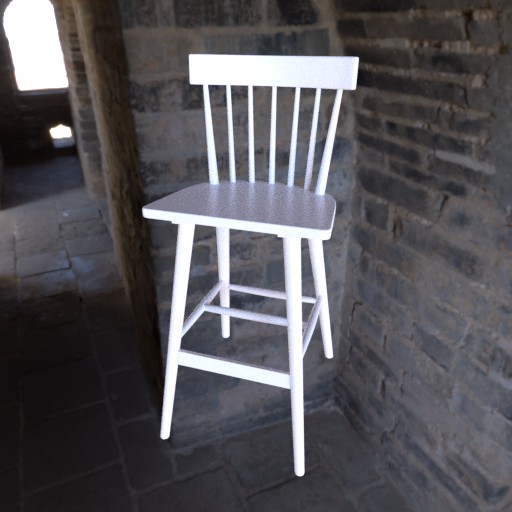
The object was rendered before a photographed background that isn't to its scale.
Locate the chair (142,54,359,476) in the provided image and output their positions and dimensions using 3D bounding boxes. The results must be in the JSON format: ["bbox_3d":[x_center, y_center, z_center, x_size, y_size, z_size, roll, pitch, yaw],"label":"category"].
[{"bbox_3d":[0.000,0.000,1.335,0.483,1.092,0.572,8,28,15],"label":"chair"}]
